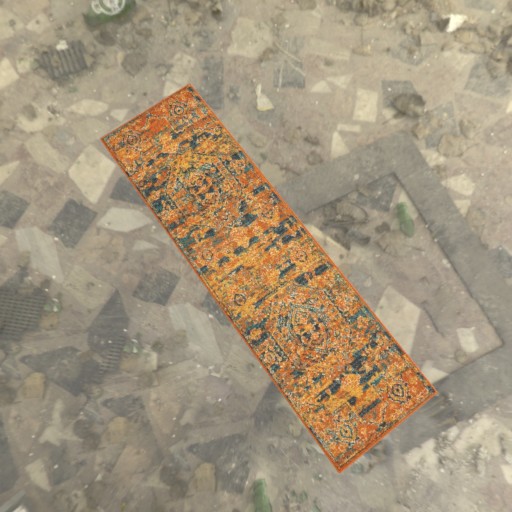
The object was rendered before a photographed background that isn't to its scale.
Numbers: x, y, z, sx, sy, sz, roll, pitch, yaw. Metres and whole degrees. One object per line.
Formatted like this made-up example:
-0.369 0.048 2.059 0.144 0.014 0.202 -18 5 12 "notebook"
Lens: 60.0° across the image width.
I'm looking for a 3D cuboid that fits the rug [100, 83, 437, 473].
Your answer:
0.000 0.000 2.462 0.651 0.016 2.274 -35 78 -9 "rug"
